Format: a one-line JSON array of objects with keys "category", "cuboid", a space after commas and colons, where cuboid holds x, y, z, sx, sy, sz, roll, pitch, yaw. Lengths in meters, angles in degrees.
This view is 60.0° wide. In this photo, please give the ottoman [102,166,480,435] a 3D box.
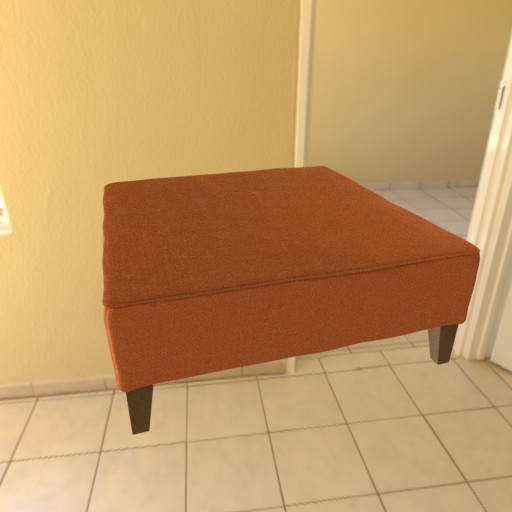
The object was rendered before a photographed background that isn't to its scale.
[{"category": "ottoman", "cuboid": [0.000, 0.000, 1.558, 0.997, 0.438, 0.999, -8, 26, -16]}]
